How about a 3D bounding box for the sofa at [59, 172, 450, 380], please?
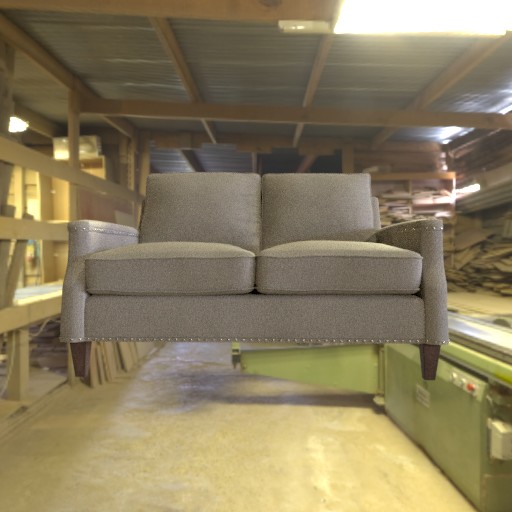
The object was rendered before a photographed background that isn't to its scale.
[{"bbox_3d":[0.000,0.000,2.309,1.597,1.003,1.084,0,0,2],"label":"sofa"}]
